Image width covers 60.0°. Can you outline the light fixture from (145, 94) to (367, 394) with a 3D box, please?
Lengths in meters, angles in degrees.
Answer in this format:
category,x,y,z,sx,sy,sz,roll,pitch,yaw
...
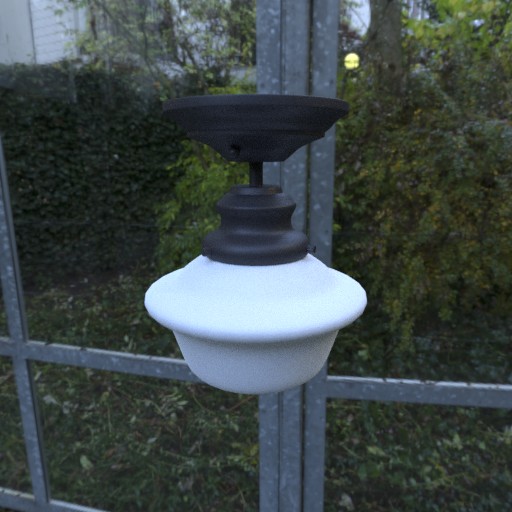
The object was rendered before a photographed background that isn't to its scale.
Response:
category,x,y,z,sx,sy,sz,roll,pitch,yaw
light fixture,0.000,0.000,0.393,0.197,0.254,0.197,0,13,0
